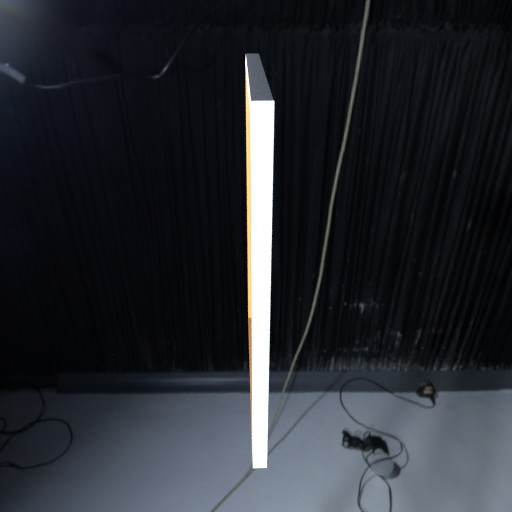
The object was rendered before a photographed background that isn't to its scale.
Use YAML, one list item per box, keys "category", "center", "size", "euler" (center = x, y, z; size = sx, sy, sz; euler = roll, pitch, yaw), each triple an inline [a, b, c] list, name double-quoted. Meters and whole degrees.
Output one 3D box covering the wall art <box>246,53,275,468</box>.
- category: "wall art"
  center: [0.000, 0.000, 0.780]
  size: [0.025, 0.608, 0.405]
  euler: [-1, 31, -2]
